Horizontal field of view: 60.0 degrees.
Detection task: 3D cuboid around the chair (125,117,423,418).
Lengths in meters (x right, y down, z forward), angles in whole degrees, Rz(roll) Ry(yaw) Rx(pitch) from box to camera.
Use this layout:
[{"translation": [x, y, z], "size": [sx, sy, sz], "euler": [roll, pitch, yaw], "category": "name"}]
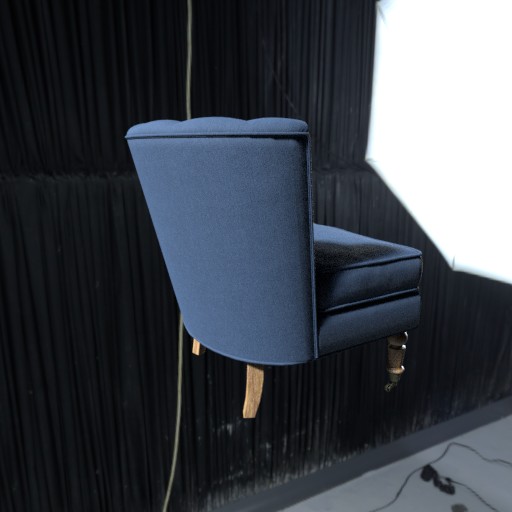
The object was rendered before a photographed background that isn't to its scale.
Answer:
[{"translation": [0.000, 0.000, 1.349], "size": [0.718, 0.771, 0.740], "euler": [-7, 15, -25], "category": "chair"}]
